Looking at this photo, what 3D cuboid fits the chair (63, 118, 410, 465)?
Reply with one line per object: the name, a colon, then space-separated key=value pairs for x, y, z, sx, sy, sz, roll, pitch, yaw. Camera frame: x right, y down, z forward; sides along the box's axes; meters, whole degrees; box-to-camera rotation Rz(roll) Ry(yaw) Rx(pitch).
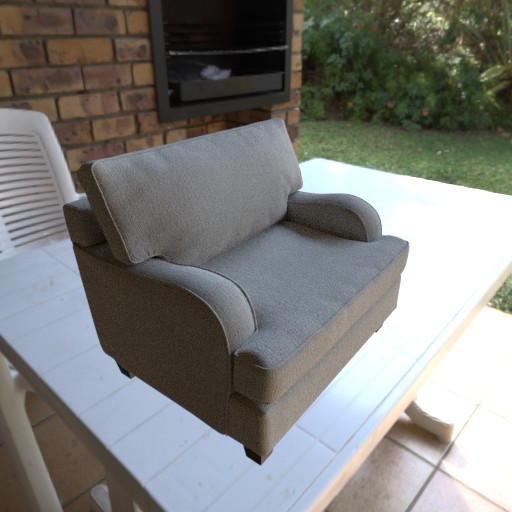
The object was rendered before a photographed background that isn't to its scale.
chair: x=0.000 y=0.000 z=2.016 sx=1.041 sy=1.016 sz=1.220 roll=19 pitch=32 yaw=33
